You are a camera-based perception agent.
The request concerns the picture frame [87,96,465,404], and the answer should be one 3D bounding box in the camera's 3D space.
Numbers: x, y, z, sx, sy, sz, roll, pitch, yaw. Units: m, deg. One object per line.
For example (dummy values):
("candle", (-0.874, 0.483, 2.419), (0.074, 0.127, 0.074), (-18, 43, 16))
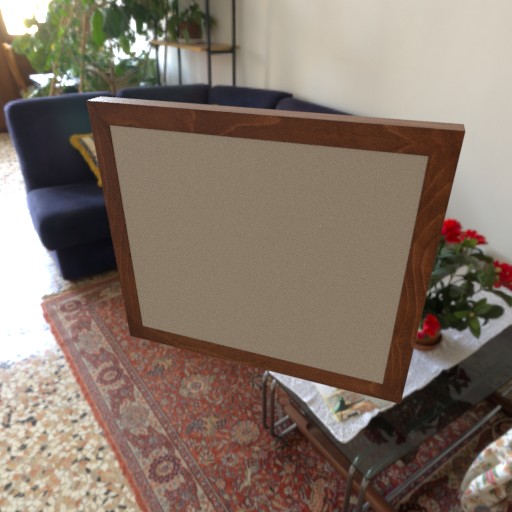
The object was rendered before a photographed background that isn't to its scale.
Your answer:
("picture frame", (0.000, 0.000, 0.519), (0.381, 0.330, 0.025), (10, 32, 17))
